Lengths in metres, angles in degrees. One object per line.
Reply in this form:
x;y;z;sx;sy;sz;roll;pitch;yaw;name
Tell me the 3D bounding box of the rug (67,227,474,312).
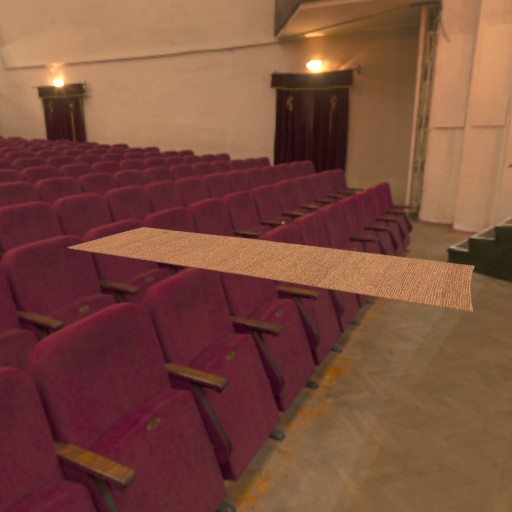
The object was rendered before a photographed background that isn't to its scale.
0.000;0.000;2.676;2.390;0.014;0.741;8;17;26;rug
